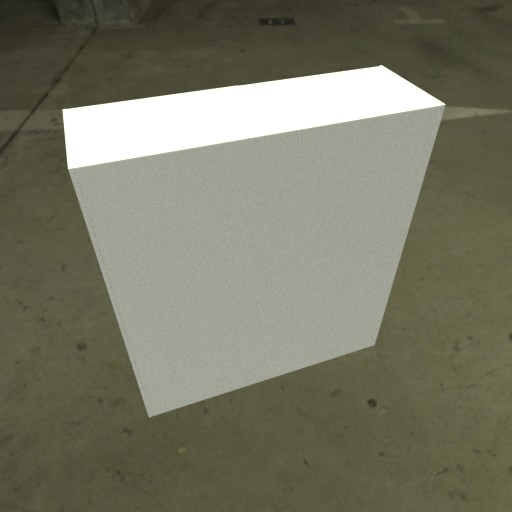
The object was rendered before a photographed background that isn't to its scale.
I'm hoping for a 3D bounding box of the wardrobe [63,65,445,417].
[{"bbox_3d":[0.000,0.000,2.906,1.830,2.020,0.600,-14,44,-15],"label":"wardrobe"}]
